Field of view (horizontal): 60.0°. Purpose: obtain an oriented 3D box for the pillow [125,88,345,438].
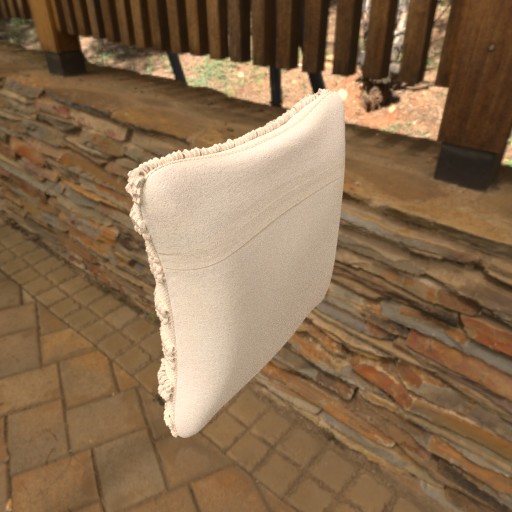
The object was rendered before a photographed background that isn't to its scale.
[{"bbox_3d":[0.000,0.000,0.684,0.145,0.427,0.437,21,39,29],"label":"pillow"}]
